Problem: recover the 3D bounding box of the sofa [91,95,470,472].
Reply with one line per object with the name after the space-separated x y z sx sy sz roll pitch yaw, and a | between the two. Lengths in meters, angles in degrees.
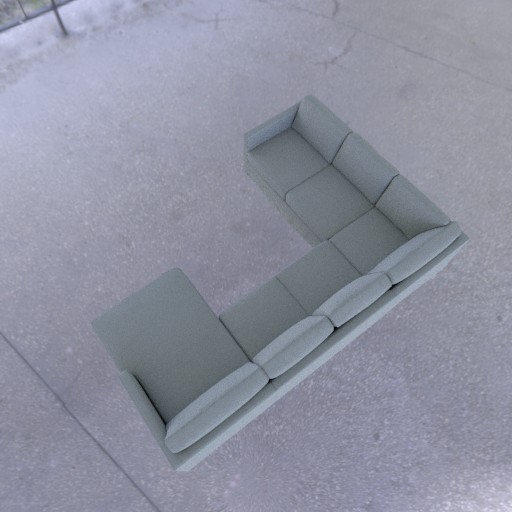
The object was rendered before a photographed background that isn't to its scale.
0.000 0.000 4.534 3.460 0.882 2.427 -34 68 -16 | sofa
